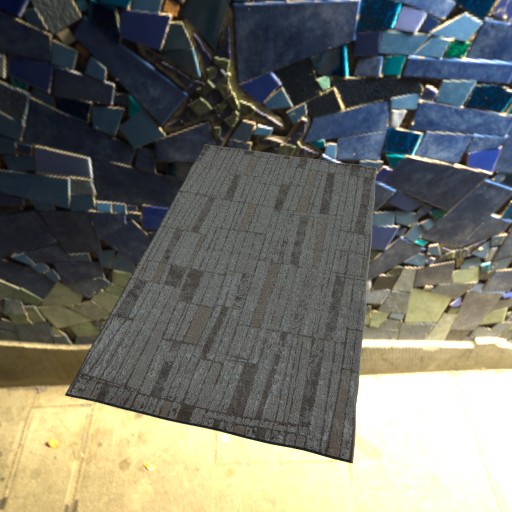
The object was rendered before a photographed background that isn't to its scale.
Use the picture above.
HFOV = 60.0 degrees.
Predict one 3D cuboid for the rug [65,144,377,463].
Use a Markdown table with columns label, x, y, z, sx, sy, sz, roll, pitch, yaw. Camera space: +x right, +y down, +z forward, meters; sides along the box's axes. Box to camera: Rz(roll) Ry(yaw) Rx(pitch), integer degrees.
| label | x | y | z | sx | sy | sz | roll | pitch | yaw |
| --- | --- | --- | --- | --- | --- | --- | --- | --- | --- |
| rug | 0.000 | 0.000 | 3.048 | 1.531 | 0.023 | 2.444 | 10 | 48 | 9 |
